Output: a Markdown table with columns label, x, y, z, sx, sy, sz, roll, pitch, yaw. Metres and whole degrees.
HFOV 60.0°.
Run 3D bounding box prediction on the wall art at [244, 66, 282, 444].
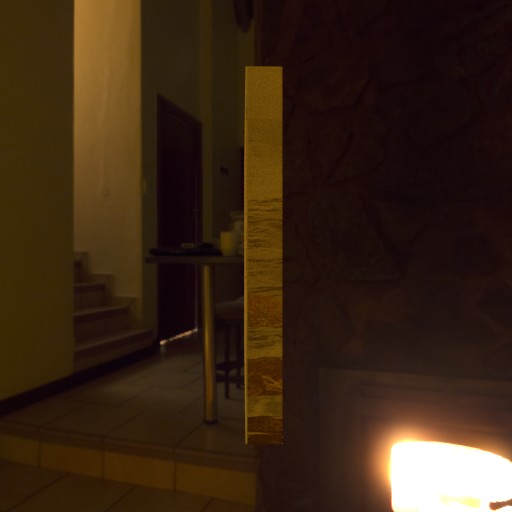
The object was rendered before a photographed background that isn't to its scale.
| label | x | y | z | sx | sy | sz | roll | pitch | yaw |
| --- | --- | --- | --- | --- | --- | --- | --- | --- | --- |
| wall art | 0.000 | 0.000 | 0.780 | 0.041 | 0.407 | 0.606 | 0 | 0 | -2 |
